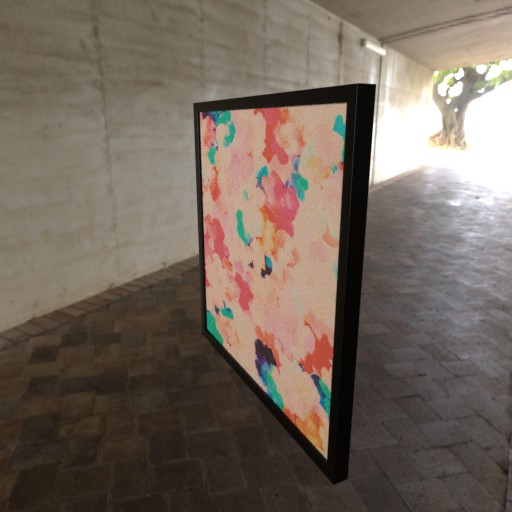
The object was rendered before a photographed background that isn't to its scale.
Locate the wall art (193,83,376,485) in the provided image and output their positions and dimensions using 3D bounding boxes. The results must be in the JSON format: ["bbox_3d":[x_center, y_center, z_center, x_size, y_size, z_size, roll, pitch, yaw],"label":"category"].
[{"bbox_3d":[0.000,0.000,1.113,0.036,0.755,0.756,-8,18,-26],"label":"wall art"}]
